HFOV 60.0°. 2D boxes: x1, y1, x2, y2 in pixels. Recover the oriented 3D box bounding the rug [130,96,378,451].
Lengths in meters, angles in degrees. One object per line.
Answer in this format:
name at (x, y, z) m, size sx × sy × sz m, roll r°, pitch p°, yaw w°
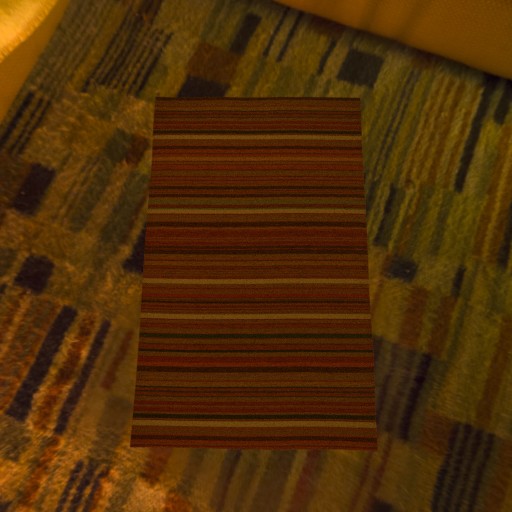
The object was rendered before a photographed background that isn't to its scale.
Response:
rug at (0.000, 0.000, 3.001) m, size 1.523 × 0.008 × 2.438 m, roll 1°, pitch 76°, yaw 0°
